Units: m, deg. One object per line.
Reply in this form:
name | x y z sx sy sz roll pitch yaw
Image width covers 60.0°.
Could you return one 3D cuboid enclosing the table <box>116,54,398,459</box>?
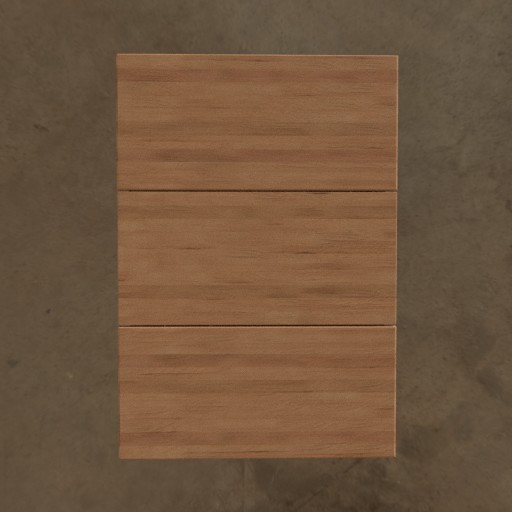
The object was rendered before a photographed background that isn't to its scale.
table | 0.000 0.000 1.809 0.900 0.770 1.300 0 91 -1
